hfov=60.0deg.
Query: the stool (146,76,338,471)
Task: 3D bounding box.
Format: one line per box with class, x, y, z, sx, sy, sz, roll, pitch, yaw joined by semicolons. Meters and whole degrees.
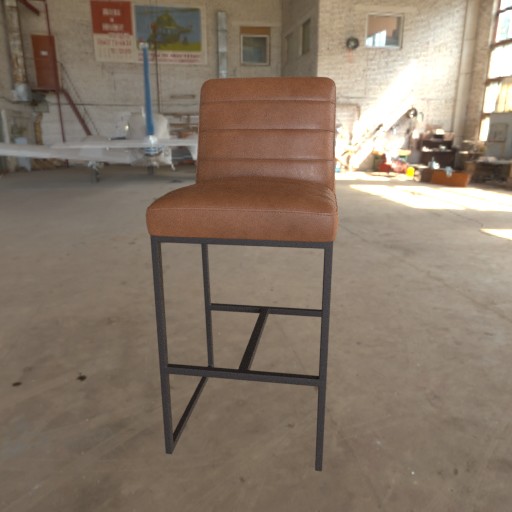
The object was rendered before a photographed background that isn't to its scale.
stool;0.000;0.000;1.319;0.458;1.040;0.556;2;16;9
